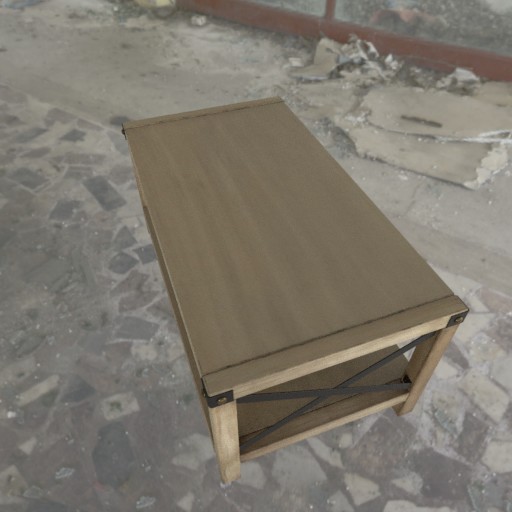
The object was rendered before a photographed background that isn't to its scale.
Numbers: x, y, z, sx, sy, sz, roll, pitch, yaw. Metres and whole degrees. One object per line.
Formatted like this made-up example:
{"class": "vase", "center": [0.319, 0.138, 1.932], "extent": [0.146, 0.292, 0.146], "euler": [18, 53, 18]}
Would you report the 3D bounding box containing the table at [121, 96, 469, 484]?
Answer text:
{"class": "table", "center": [0.000, 0.000, 1.311], "extent": [0.559, 0.456, 1.016], "euler": [-15, 47, -14]}
